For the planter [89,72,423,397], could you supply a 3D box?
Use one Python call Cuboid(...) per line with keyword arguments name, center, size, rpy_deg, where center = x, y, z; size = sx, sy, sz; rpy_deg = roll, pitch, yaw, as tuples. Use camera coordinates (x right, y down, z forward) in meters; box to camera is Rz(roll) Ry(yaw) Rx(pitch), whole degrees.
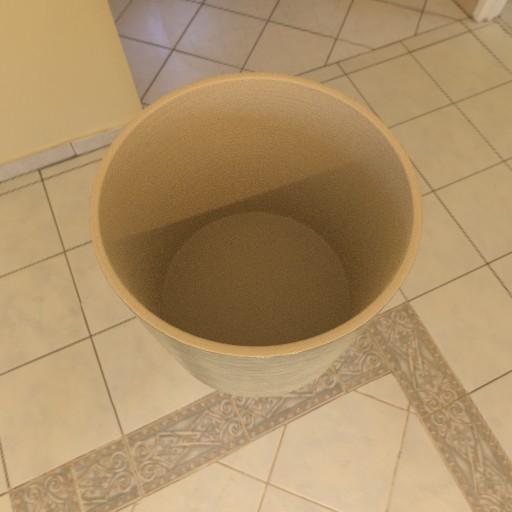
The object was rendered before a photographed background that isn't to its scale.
Cuboid(name="planter", center=(0.000, 0.000, 0.388), size=(0.221, 0.201, 0.221), rpy_deg=(0, 65, 0))
